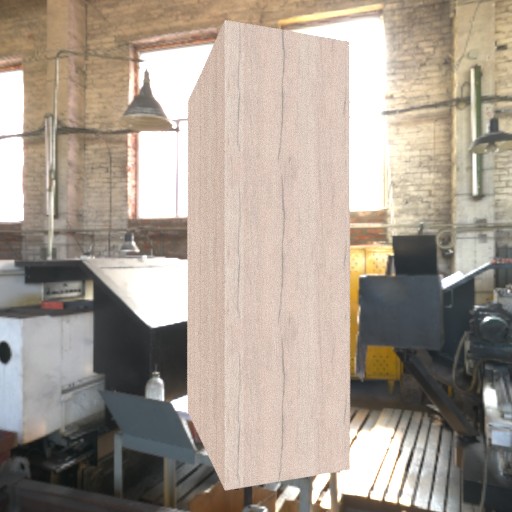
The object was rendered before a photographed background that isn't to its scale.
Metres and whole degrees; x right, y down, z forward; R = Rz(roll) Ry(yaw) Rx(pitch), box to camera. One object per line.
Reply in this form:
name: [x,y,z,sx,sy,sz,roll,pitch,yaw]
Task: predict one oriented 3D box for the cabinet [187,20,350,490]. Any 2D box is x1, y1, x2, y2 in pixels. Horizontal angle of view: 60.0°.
cabinet: [0.000,0.000,2.366,0.580,1.930,0.980,0,0,-18]
